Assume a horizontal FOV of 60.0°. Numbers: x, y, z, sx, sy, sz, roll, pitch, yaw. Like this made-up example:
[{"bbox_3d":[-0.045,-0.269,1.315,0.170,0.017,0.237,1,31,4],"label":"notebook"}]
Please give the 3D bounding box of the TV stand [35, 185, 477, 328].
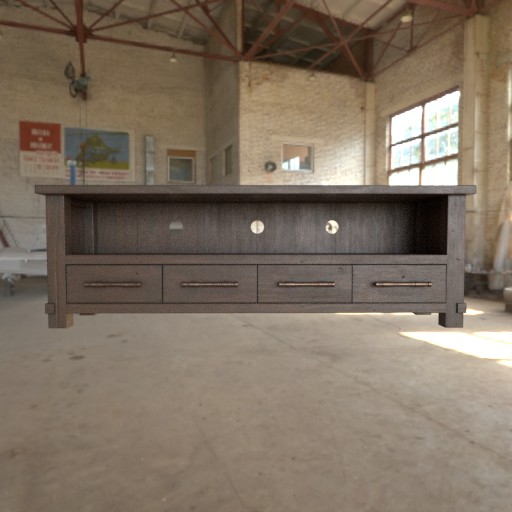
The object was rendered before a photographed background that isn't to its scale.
[{"bbox_3d":[0.000,0.000,2.106,1.866,0.615,0.471,0,2,0],"label":"TV stand"}]
